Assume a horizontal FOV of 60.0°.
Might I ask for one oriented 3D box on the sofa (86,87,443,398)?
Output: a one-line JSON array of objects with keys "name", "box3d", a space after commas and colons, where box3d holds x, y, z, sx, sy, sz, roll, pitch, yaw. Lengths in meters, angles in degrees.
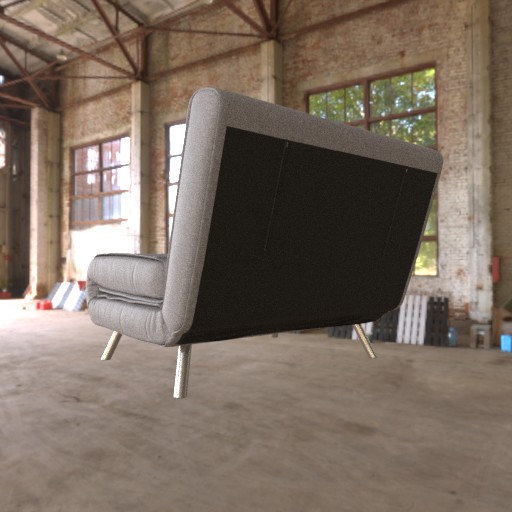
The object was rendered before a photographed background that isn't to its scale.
[{"name": "sofa", "box3d": [0.000, 0.000, 1.724, 1.020, 0.825, 1.000, 1, -1, -38]}]
